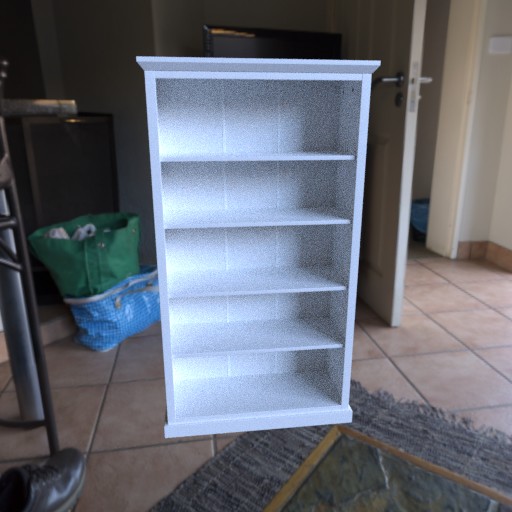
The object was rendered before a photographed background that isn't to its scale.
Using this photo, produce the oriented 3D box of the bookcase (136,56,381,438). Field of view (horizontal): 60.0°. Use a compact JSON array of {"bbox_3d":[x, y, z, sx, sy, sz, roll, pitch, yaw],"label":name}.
[{"bbox_3d":[0.000,0.000,2.359,1.050,1.880,0.432,-2,17,-7],"label":"bookcase"}]
